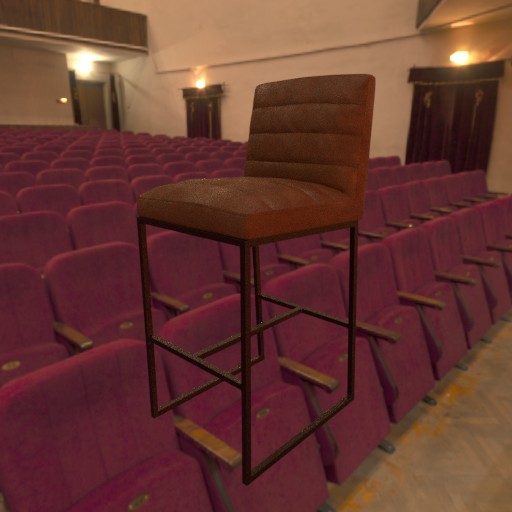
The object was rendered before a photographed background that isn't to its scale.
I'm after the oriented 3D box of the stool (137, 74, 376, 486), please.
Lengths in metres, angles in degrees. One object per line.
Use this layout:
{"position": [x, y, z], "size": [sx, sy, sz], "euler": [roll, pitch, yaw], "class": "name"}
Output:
{"position": [0.000, 0.000, 1.356], "size": [0.463, 1.065, 0.562], "euler": [14, 21, 41], "class": "stool"}
